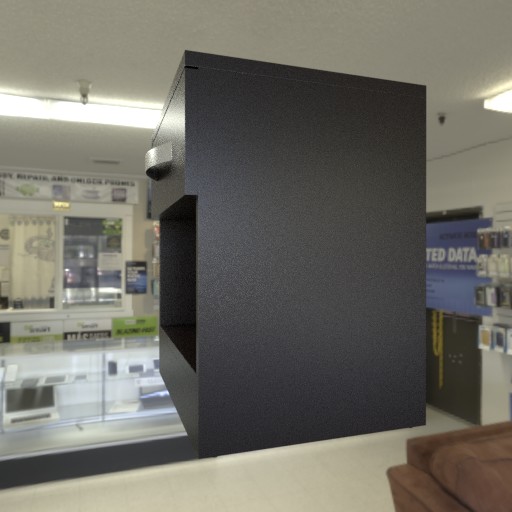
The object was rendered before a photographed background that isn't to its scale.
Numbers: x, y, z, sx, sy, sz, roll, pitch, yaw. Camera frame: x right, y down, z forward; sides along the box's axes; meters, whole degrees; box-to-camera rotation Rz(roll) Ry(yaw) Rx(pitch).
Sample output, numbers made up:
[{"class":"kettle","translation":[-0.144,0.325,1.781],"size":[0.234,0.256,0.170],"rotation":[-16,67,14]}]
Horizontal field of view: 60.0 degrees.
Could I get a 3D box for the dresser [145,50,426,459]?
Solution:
[{"class":"dresser","translation":[0.000,0.000,0.743],"size":[0.360,0.470,0.400],"rotation":[0,0,-19]}]
